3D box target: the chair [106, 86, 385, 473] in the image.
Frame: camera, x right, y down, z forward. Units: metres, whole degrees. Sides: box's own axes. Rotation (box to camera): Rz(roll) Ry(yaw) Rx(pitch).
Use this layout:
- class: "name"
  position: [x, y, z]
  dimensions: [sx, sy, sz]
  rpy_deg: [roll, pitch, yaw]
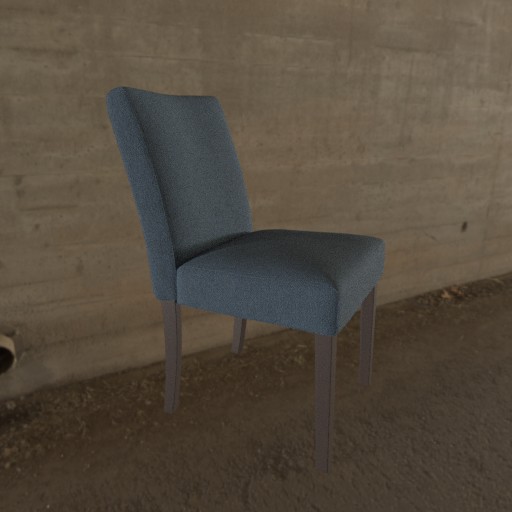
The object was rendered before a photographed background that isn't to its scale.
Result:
- class: "chair"
  position: [0.000, 0.000, 1.243]
  dimensions: [0.629, 0.882, 0.487]
  rpy_deg: [8, 18, 26]
